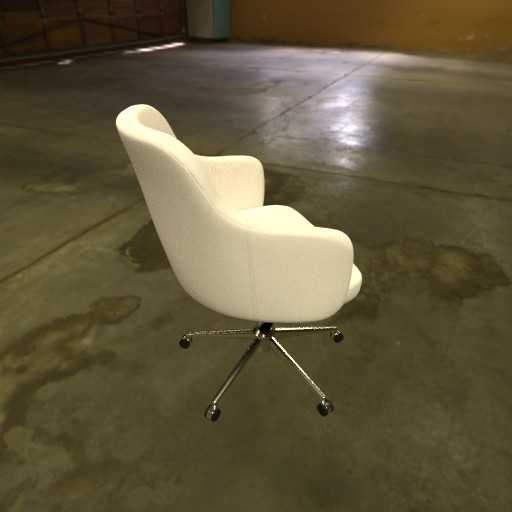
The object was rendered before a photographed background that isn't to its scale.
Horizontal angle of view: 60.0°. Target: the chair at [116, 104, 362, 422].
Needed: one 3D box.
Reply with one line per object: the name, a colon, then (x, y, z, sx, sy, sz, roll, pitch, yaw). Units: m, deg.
chair: (0.000, 0.000, 1.265, 0.647, 0.819, 0.602, -11, 32, -18)
